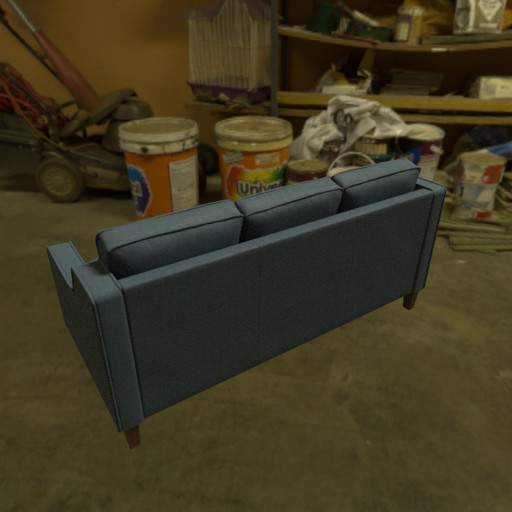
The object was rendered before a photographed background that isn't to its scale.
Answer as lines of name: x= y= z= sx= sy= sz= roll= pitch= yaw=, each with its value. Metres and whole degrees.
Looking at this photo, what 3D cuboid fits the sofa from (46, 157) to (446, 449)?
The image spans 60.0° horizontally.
sofa: x=0.000 y=0.000 z=2.489 sx=1.986 sy=0.974 sz=0.911 roll=-18 pitch=33 yaw=-30
